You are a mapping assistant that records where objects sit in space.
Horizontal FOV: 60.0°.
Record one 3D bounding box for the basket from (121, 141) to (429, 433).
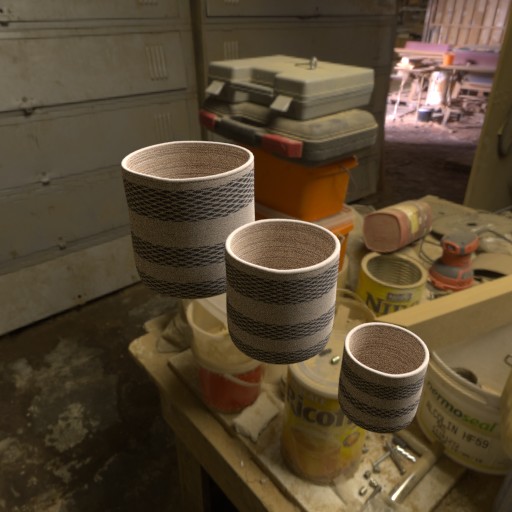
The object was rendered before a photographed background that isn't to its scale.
[{"bbox_3d":[0.000,0.000,1.063,0.351,0.356,0.917,-22,36,-33],"label":"basket"}]
